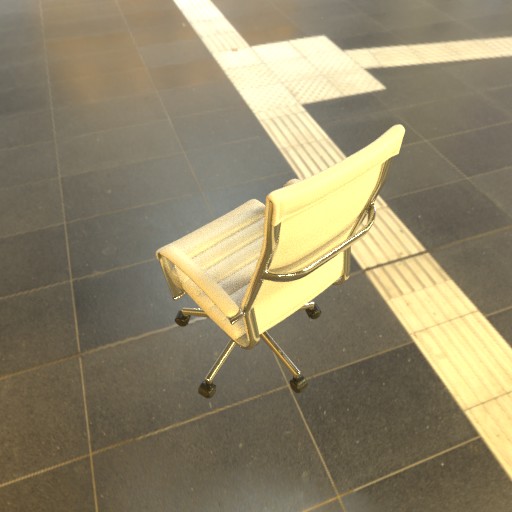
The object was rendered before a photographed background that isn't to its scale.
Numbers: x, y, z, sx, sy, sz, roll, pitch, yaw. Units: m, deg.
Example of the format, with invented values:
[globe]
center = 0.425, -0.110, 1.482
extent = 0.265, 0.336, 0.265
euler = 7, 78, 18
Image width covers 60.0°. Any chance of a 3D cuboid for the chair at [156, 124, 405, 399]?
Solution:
[chair]
center = 0.000, 0.000, 1.566
extent = 0.679, 1.149, 0.679
euler = -31, 55, -26
